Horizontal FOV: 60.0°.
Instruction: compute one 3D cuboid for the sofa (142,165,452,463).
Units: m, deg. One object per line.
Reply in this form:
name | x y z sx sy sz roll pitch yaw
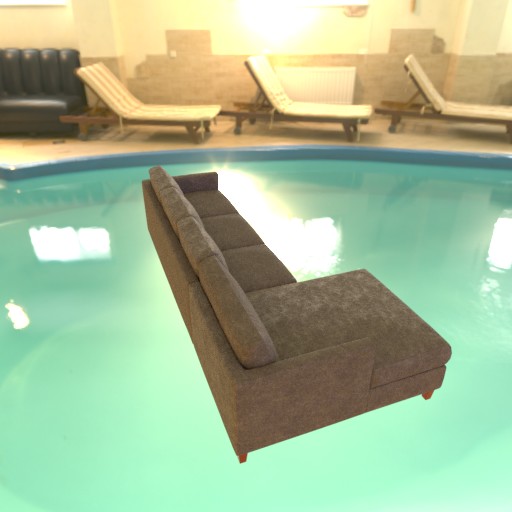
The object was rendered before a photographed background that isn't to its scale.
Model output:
sofa | 0.000 0.000 4.200 1.606 0.954 3.471 -11 32 -18
